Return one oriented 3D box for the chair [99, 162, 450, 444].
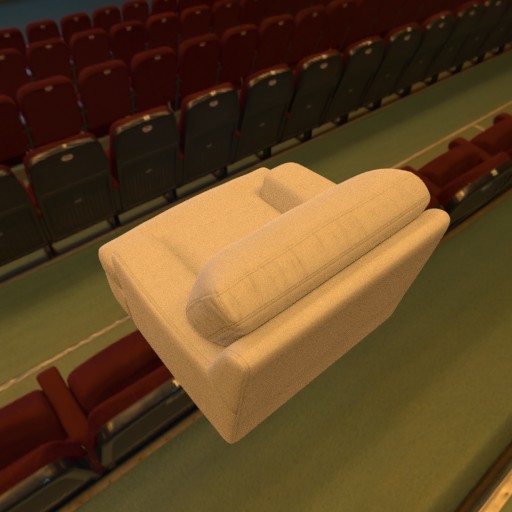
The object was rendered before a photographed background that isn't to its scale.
[{"bbox_3d":[0.000,0.000,2.029,1.140,0.930,1.158,-31,53,-26],"label":"chair"}]
